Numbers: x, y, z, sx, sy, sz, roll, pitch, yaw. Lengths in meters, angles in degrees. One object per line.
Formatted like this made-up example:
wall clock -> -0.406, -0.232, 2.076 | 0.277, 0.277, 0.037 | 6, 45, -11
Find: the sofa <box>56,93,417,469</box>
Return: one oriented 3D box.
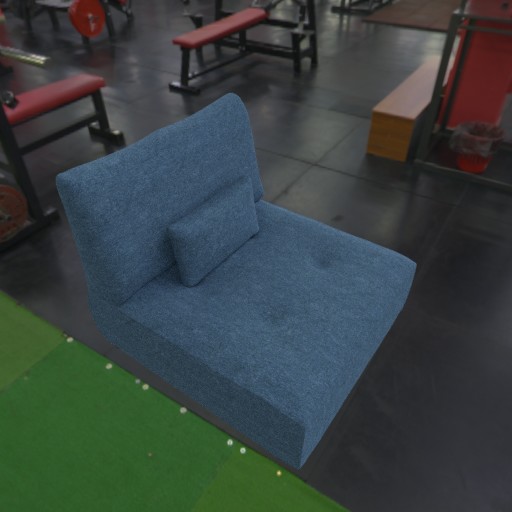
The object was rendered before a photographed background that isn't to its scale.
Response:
sofa -> 0.000, 0.000, 1.709 | 1.000, 0.820, 0.930 | 25, 46, 26
